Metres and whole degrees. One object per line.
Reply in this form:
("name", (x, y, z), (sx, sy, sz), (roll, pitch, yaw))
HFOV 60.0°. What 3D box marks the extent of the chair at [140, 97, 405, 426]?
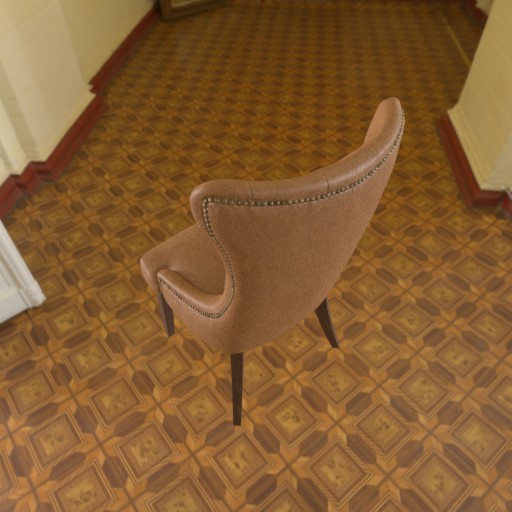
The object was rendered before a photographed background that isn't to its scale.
("chair", (0.000, 0.000, 1.445), (0.611, 1.065, 0.669), (-30, 53, -26))
